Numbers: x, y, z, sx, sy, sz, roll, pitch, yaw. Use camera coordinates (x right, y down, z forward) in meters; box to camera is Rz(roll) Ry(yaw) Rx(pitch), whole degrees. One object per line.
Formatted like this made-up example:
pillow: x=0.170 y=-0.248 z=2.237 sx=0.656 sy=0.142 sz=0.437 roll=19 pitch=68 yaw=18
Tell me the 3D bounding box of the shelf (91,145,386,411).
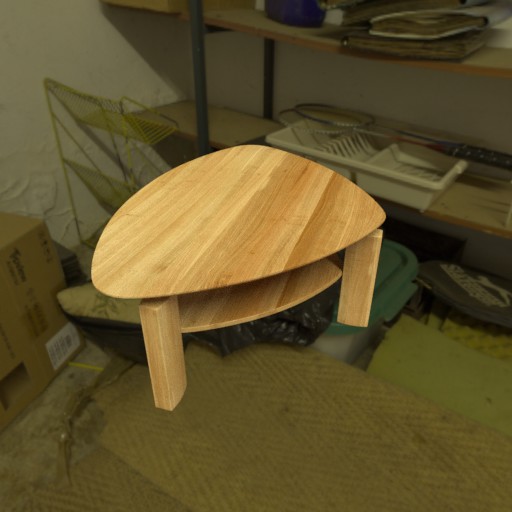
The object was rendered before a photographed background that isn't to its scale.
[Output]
shelf: x=0.000 y=0.000 z=1.633 sx=0.863 sy=0.439 sz=1.240 roll=9 pitch=32 yaw=14
